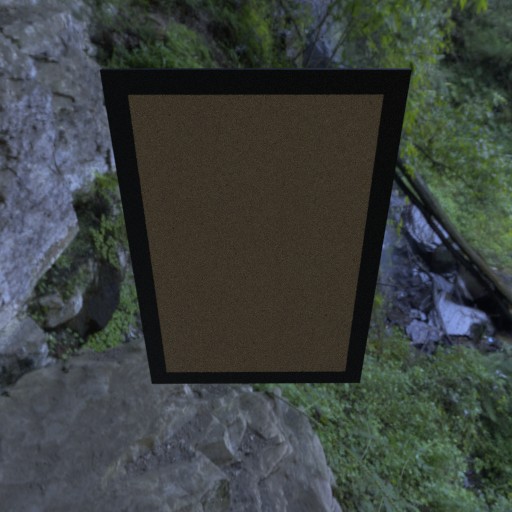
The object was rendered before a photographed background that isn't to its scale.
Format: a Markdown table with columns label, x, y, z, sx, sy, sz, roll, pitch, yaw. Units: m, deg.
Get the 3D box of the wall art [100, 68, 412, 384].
| label | x | y | z | sx | sy | sz | roll | pitch | yaw |
| --- | --- | --- | --- | --- | --- | --- | --- | --- | --- |
| wall art | 0.000 | 0.000 | 0.680 | 0.381 | 0.534 | 0.013 | 0 | 30 | 0 |
